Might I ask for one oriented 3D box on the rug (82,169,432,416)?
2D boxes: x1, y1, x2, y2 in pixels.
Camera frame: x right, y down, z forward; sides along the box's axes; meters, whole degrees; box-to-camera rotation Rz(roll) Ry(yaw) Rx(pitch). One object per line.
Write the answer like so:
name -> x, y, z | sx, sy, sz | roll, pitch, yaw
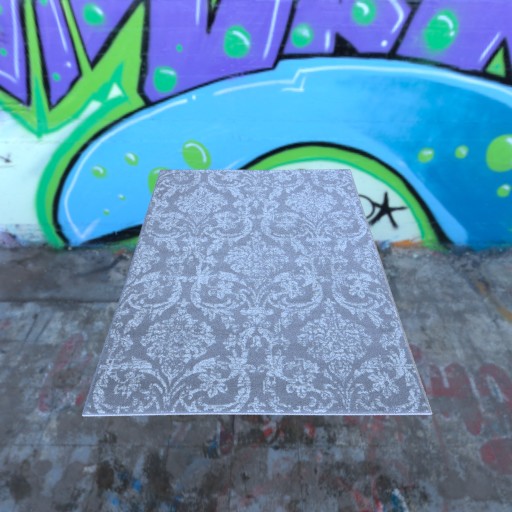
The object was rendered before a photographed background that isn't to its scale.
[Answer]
rug -> 0.000, 0.000, 2.834 | 1.578, 0.014, 2.206 | 0, 40, 0
